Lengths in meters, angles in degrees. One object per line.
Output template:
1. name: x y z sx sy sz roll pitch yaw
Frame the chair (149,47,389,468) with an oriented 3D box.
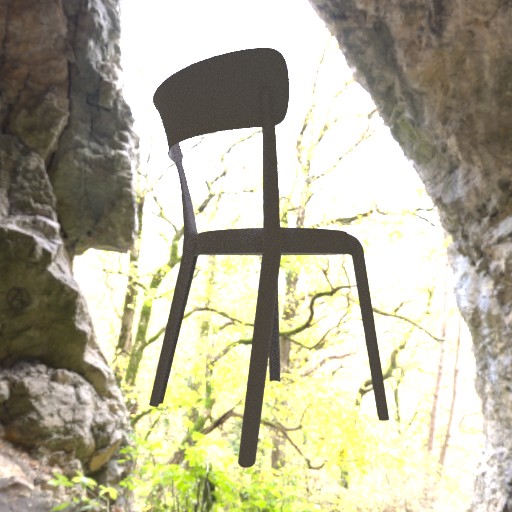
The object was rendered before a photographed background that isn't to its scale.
1. chair: 0.000 0.000 1.116 0.491 0.790 0.506 1 -1 -36
